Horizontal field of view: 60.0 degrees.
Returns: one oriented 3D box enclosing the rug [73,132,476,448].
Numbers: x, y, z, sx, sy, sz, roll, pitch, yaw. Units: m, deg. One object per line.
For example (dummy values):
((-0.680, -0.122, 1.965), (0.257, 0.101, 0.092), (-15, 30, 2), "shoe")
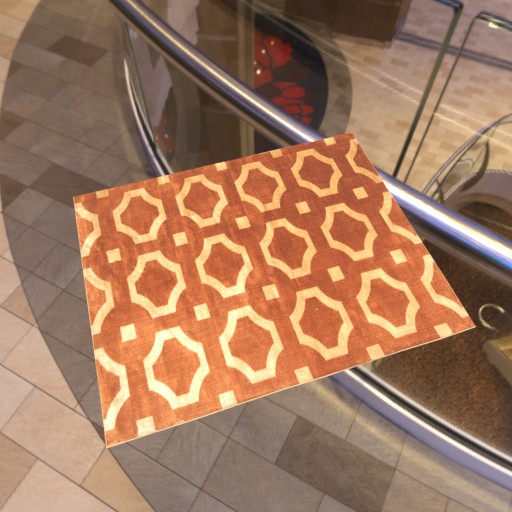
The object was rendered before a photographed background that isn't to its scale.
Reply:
((0.000, 0.000, 4.059), (3.049, 0.021, 2.466), (-15, 59, -10), "rug")
